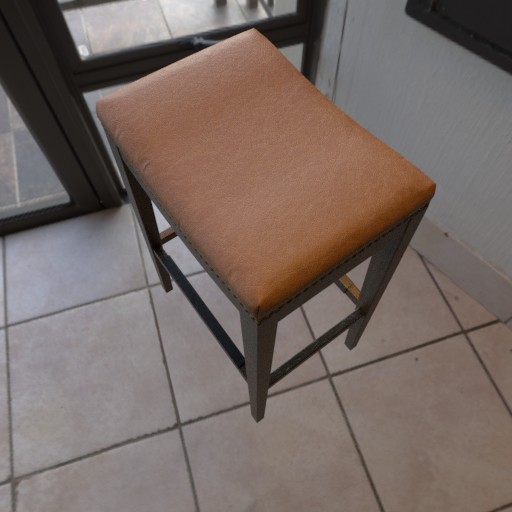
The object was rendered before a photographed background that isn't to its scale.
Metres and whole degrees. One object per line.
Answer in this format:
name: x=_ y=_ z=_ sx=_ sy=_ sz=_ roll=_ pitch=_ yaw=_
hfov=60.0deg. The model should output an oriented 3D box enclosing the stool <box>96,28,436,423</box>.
stool: x=0.000 y=0.000 z=1.014 sx=0.361 sy=0.759 sz=0.500 roll=-33 pitch=66 yaw=-17
